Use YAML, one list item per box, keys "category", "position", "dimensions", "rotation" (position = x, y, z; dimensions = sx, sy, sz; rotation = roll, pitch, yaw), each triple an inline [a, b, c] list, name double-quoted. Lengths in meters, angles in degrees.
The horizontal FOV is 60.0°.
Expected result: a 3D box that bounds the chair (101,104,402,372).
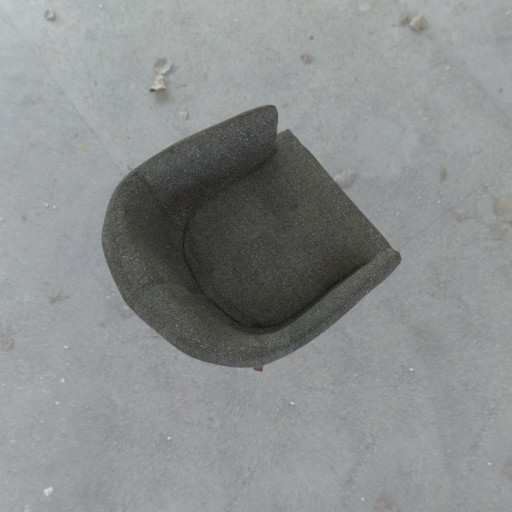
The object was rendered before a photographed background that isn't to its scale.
- category: "chair"
  position: [0.000, 0.000, 1.313]
  dimensions: [0.655, 0.811, 0.583]
  rotation: [-36, 78, -8]
